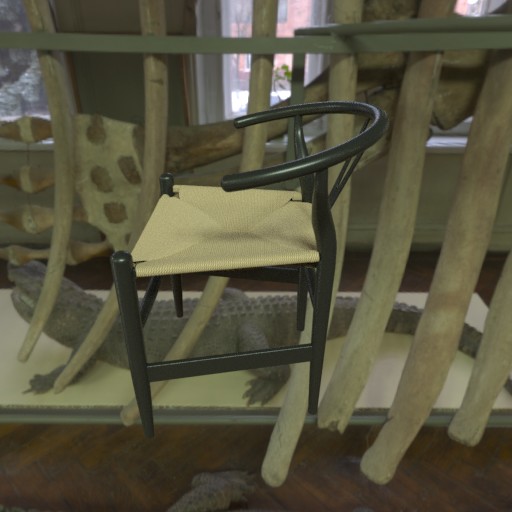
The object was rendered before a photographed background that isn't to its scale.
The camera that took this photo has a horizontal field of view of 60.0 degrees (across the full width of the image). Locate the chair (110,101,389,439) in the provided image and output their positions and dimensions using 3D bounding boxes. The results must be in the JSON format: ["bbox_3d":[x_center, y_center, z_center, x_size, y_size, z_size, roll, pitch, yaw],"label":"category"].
[{"bbox_3d":[0.000,0.000,1.149,0.570,0.739,0.570,0,28,0],"label":"chair"}]
